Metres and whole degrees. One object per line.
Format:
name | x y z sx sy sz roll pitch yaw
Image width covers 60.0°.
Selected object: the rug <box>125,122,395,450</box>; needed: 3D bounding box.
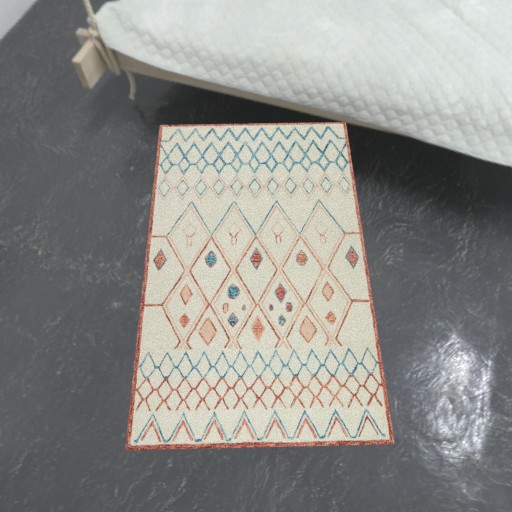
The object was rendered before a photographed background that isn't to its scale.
rug | 0.000 0.000 3.069 1.524 0.015 2.438 -1 63 -1
